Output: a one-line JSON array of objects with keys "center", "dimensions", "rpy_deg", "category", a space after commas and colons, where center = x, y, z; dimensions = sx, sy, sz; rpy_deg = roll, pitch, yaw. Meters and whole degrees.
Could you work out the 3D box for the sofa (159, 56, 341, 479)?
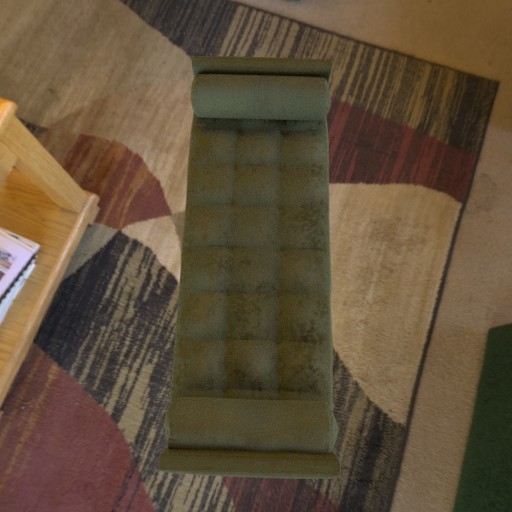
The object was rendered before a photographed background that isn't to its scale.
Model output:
[{"center": [0.000, 0.000, 2.453], "dimensions": [0.817, 0.681, 2.130], "rpy_deg": [2, 74, 0], "category": "sofa"}]
